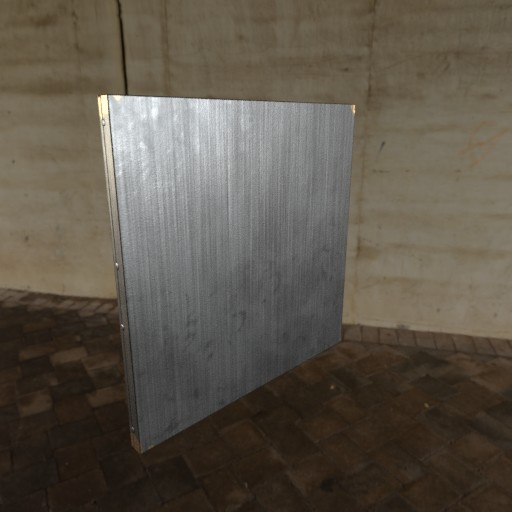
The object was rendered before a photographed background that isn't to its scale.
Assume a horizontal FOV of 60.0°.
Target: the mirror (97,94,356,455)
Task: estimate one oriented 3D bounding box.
[{"bbox_3d":[0.000,0.000,0.575,0.382,0.381,0.020,-16,23,-42],"label":"mirror"}]
